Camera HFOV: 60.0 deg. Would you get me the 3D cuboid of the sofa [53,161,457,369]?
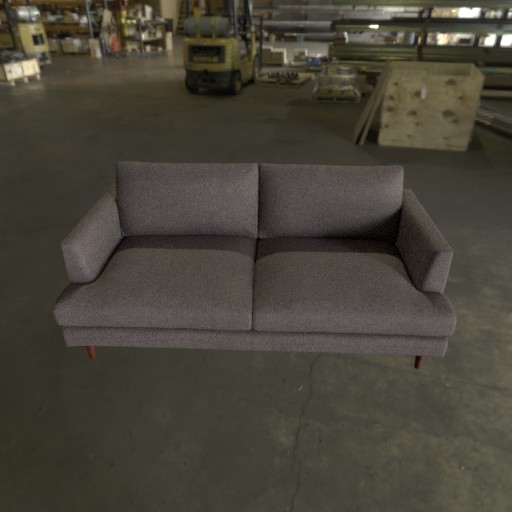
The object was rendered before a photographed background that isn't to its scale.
[{"bbox_3d":[0.000,0.000,2.530,1.948,0.868,1.020,1,30,2],"label":"sofa"}]
